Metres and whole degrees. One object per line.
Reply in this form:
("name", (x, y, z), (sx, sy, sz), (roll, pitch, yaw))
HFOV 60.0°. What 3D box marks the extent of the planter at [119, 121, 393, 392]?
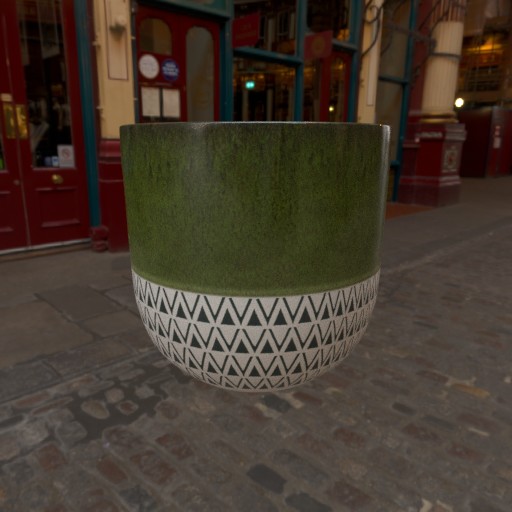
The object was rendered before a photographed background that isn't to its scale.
("planter", (0.000, 0.000, 0.482), (0.266, 0.270, 0.266), (0, 15, 0))
